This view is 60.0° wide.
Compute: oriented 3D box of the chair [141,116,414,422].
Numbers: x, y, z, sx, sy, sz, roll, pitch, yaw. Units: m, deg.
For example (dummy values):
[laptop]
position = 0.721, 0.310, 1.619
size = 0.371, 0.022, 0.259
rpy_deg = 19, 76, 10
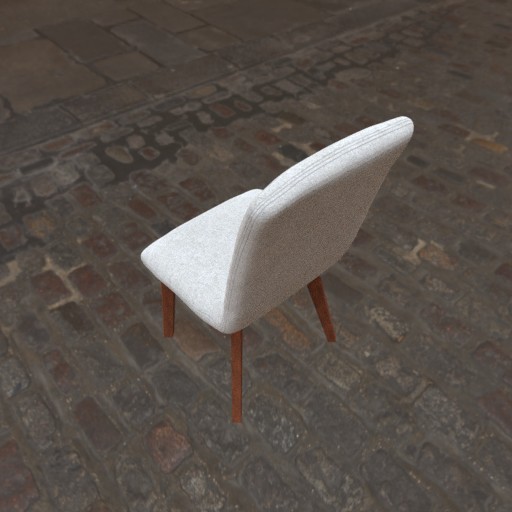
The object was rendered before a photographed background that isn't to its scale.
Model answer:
[chair]
position = 0.000, 0.000, 1.339
size = 0.522, 0.974, 0.563
rpy_deg = -32, 54, -27
